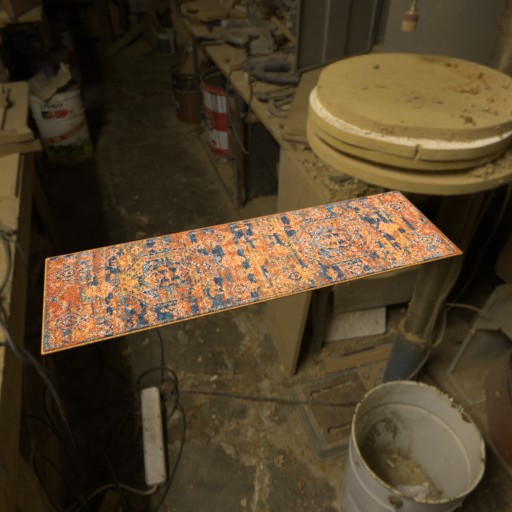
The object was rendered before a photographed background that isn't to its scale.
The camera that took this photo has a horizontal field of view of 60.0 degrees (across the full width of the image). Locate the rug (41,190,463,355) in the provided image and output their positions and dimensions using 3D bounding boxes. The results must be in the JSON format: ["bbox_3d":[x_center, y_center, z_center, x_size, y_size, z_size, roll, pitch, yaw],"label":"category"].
[{"bbox_3d":[0.000,0.000,2.017,1.820,0.013,0.556,-12,43,-13],"label":"rug"}]
